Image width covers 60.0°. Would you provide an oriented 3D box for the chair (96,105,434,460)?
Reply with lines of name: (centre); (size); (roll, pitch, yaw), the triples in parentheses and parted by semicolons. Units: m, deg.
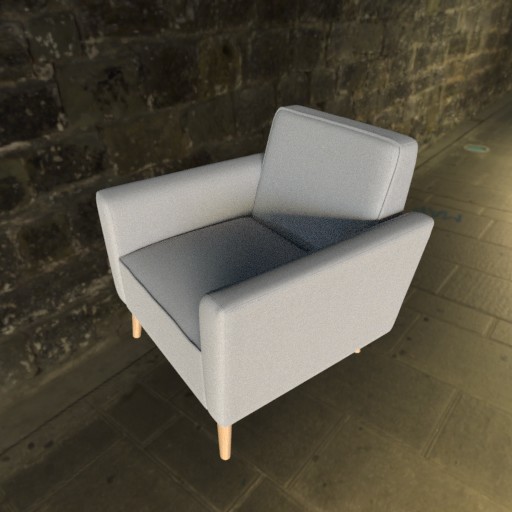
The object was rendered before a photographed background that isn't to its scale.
chair: (0.000, 0.000, 1.443); (0.750, 0.780, 0.780); (-20, 37, -30)
